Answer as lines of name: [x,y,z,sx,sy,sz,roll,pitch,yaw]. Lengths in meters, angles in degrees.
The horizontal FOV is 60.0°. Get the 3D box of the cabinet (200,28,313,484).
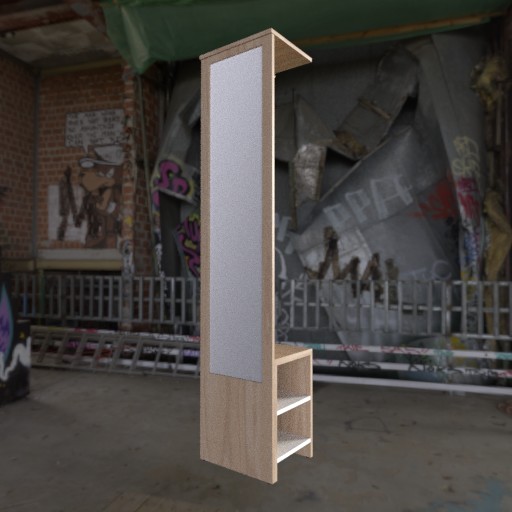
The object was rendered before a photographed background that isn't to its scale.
cabinet: [0.000,0.000,2.072,0.411,1.879,0.338,-1,-2,37]
